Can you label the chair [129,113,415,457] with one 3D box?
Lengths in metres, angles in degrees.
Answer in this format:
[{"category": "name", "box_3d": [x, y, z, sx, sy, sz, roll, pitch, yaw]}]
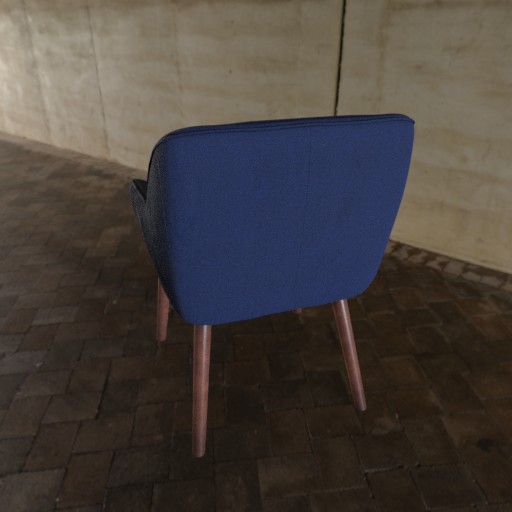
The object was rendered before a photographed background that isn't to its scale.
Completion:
[{"category": "chair", "box_3d": [0.000, 0.000, 1.217, 0.600, 0.820, 0.600, -9, 28, -17]}]
